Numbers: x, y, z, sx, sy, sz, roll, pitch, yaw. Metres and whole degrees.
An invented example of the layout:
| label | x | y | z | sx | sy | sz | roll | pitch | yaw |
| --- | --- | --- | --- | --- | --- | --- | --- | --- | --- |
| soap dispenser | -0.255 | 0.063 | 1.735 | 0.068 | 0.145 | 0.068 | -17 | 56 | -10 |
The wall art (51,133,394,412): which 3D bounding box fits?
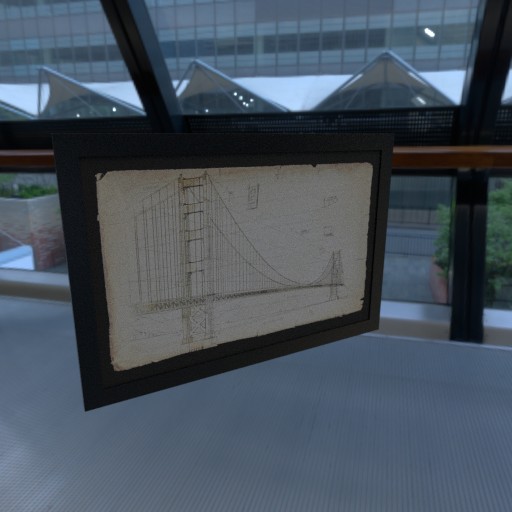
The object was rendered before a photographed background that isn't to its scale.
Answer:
| label | x | y | z | sx | sy | sz | roll | pitch | yaw |
| --- | --- | --- | --- | --- | --- | --- | --- | --- | --- |
| wall art | 0.000 | 0.000 | 0.840 | 0.660 | 0.447 | 0.013 | -8 | 18 | -28 |
